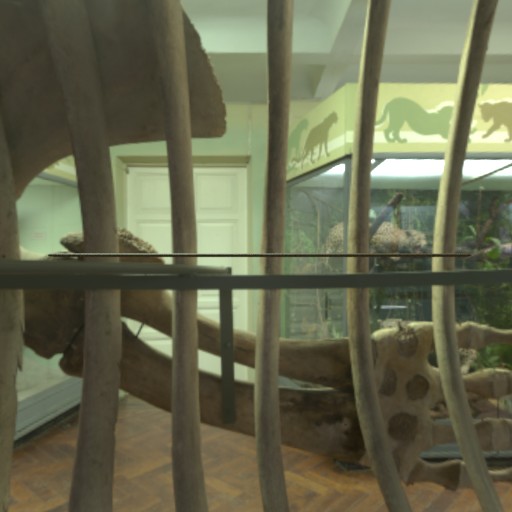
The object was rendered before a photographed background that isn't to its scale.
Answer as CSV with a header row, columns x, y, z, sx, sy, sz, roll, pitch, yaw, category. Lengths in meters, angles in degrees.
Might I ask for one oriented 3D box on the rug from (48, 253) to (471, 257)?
x,y,z,sx,sy,sz,roll,pitch,yaw,category
0.000,0.000,4.015,2.413,0.020,3.041,0,0,-1,rug
